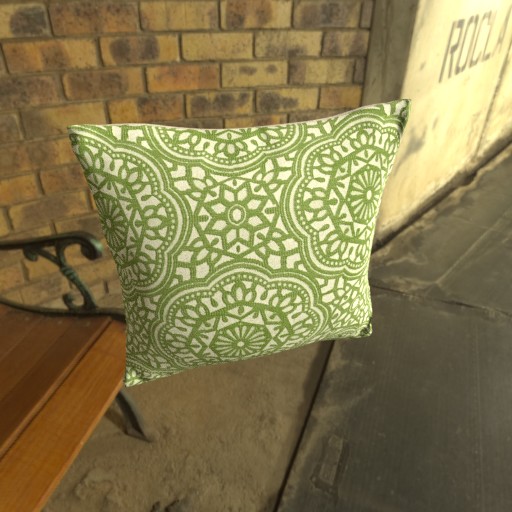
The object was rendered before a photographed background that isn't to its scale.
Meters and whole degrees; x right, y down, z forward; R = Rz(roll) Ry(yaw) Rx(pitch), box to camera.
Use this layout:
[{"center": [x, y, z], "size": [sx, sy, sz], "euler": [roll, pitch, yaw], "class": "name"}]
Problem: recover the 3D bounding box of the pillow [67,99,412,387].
[{"center": [0.000, 0.000, 0.649], "size": [0.440, 0.419, 0.162], "euler": [-9, 33, -14], "class": "pillow"}]
